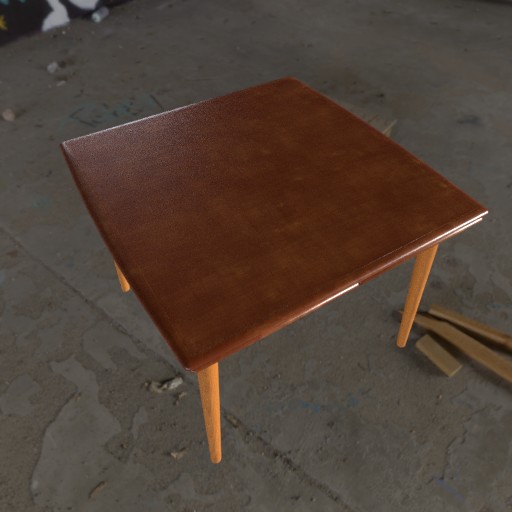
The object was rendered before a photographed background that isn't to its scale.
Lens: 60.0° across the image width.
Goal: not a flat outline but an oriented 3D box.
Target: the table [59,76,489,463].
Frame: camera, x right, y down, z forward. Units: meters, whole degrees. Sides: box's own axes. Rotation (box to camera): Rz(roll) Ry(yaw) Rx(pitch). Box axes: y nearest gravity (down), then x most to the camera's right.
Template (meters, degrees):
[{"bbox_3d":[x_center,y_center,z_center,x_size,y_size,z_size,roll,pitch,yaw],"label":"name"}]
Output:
[{"bbox_3d":[0.000,0.000,1.641,0.991,0.754,0.991,-24,52,-21],"label":"table"}]
